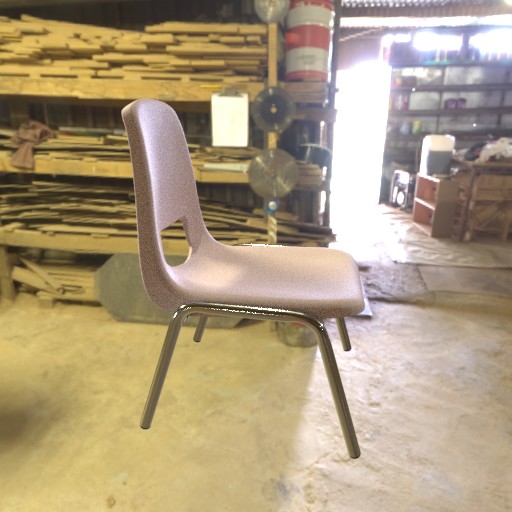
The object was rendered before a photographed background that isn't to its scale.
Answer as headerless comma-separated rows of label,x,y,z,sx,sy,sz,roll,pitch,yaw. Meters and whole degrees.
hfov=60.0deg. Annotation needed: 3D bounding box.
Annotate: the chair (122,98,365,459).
chair,0.000,0.000,0.800,0.385,0.537,0.354,3,18,9
